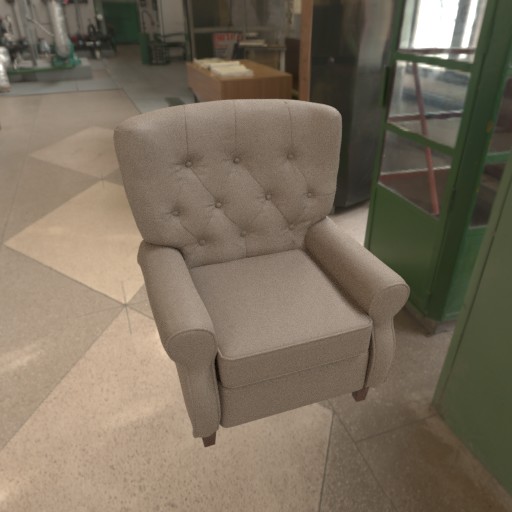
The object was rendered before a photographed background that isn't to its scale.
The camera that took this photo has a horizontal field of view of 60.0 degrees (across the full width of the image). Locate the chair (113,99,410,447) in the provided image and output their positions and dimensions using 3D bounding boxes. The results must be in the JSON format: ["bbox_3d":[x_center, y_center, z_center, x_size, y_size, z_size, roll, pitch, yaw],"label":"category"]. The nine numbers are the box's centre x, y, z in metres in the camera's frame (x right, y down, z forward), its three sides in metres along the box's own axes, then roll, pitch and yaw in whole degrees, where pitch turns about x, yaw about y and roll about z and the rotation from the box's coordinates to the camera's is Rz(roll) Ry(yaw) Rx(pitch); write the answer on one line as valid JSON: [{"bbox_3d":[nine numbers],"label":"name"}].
[{"bbox_3d":[0.000,0.000,1.902,0.999,1.138,1.041,-10,32,-16],"label":"chair"}]
